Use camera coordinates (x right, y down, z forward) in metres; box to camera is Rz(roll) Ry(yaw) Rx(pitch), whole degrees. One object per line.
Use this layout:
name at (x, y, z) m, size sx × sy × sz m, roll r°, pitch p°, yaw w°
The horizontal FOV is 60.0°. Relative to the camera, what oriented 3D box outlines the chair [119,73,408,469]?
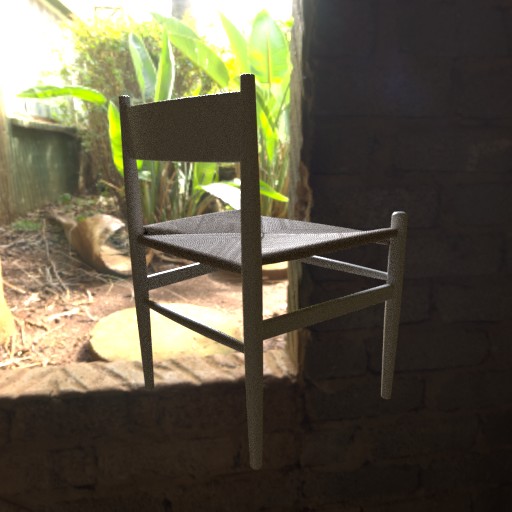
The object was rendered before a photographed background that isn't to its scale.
chair at (0.000, 0.000, 1.114) m, size 0.495 × 0.762 × 0.556 m, roll -13°, pitch 18°, yaw -42°
